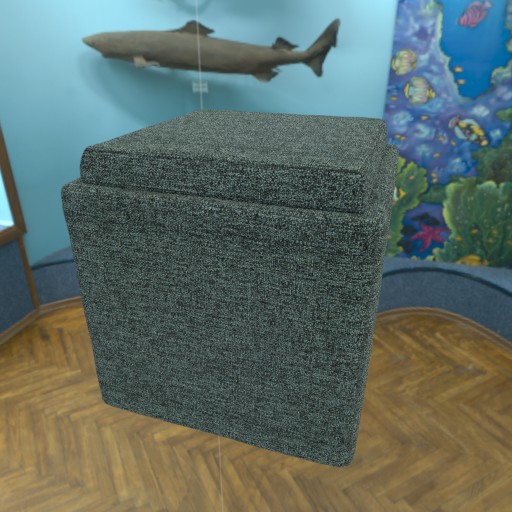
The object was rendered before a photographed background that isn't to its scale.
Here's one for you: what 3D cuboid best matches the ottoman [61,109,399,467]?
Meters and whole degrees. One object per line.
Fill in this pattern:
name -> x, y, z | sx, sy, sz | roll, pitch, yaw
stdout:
ottoman -> 0.000, 0.000, 0.812 | 0.450, 0.463, 0.450 | 8, 27, 16
